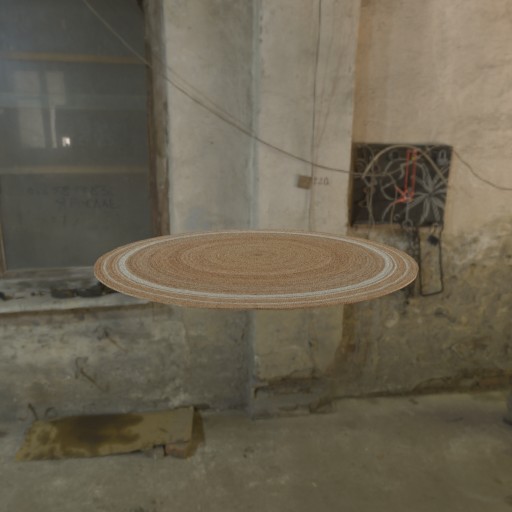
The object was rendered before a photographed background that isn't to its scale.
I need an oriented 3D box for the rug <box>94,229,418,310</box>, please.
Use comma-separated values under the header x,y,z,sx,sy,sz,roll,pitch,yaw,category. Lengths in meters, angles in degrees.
x,y,z,sx,sy,sz,roll,pitch,yaw,category
0.000,0.000,3.543,2.444,0.015,2.444,0,13,0,rug
